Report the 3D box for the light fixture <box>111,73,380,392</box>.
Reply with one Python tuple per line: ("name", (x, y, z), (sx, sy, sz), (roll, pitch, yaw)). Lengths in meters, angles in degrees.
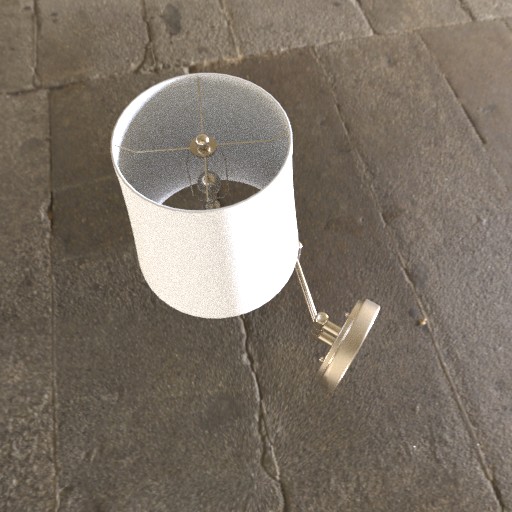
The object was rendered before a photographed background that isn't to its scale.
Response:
("light fixture", (0.000, 0.000, 0.585), (0.348, 0.381, 0.223), (30, 67, 14))
